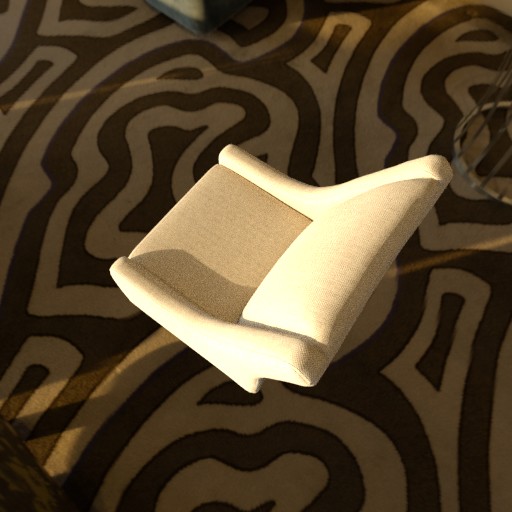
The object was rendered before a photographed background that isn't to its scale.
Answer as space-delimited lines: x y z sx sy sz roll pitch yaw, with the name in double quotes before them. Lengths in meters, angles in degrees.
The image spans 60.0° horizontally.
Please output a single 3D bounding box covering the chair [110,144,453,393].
"chair" 0.000 0.000 1.669 0.870 1.014 0.774 34 69 15
